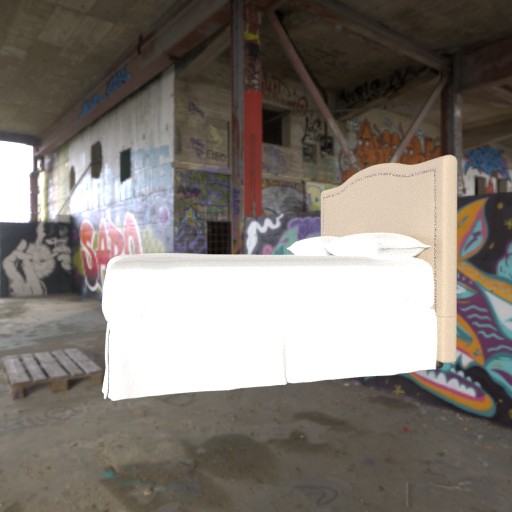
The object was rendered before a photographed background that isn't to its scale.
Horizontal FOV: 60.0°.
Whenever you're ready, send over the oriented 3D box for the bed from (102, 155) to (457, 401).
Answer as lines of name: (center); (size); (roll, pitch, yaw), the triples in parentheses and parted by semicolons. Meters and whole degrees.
bed: (0.000, 0.000, 3.308); (2.143, 1.460, 1.753); (0, 1, -18)
